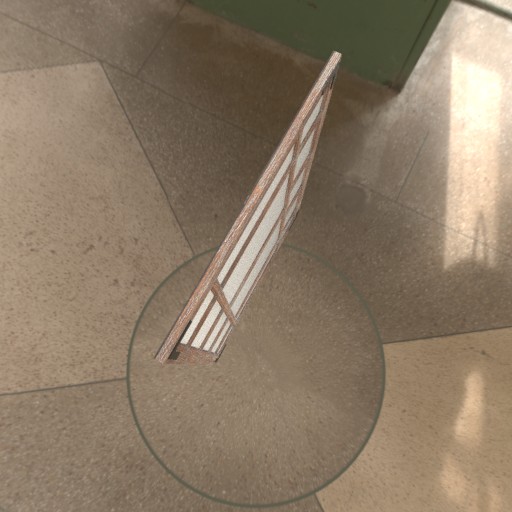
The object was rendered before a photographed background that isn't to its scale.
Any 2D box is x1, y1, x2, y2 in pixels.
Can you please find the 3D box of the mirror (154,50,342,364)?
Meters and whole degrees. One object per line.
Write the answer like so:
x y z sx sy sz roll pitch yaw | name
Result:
0.000 0.000 1.321 0.025 0.996 0.705 28 78 7 | mirror
